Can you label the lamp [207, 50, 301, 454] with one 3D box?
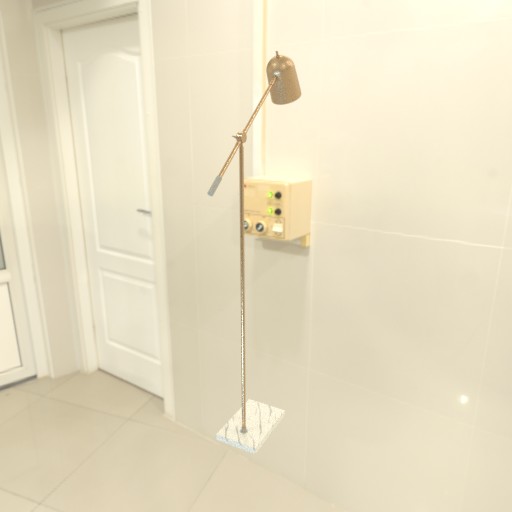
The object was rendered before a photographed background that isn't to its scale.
[{"bbox_3d":[0.000,0.000,1.819,0.194,1.594,0.653,9,18,27],"label":"lamp"}]
